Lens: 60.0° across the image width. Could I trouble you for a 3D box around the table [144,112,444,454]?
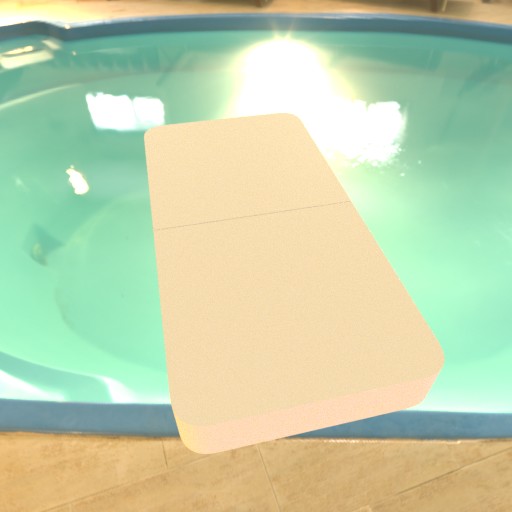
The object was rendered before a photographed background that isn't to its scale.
[{"bbox_3d":[0.000,0.000,1.428,0.600,0.340,1.200,-9,46,-9],"label":"table"}]
